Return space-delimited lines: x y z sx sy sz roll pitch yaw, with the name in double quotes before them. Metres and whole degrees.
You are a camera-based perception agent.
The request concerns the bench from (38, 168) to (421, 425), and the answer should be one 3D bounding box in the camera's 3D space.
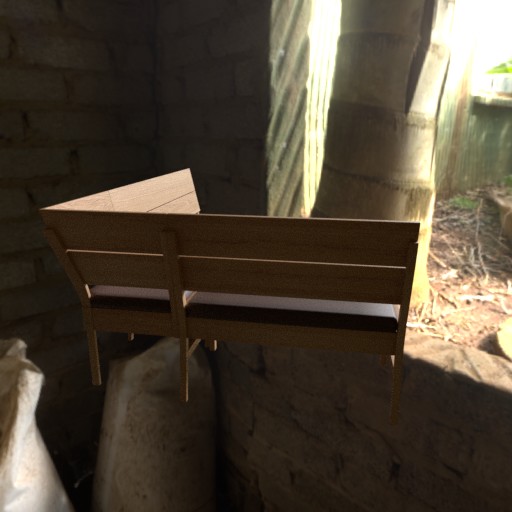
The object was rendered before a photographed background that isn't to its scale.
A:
"bench" 0.000 0.000 2.782 1.549 0.890 1.975 3 16 9
